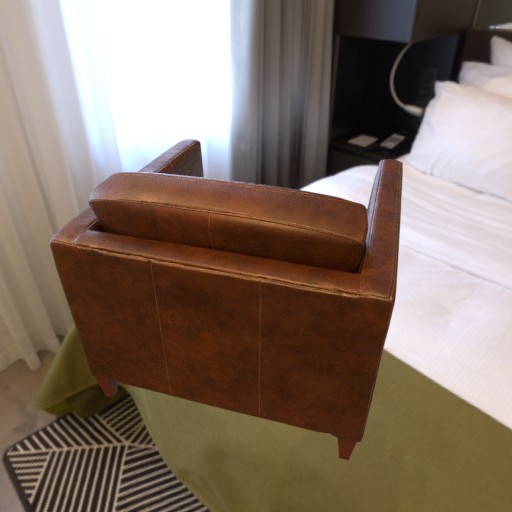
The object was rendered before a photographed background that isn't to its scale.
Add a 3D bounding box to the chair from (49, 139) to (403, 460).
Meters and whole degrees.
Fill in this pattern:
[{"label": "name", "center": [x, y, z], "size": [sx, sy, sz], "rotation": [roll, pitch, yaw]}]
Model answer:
[{"label": "chair", "center": [0.000, 0.000, 1.708], "size": [0.990, 0.864, 0.975], "rotation": [9, 34, 14]}]
